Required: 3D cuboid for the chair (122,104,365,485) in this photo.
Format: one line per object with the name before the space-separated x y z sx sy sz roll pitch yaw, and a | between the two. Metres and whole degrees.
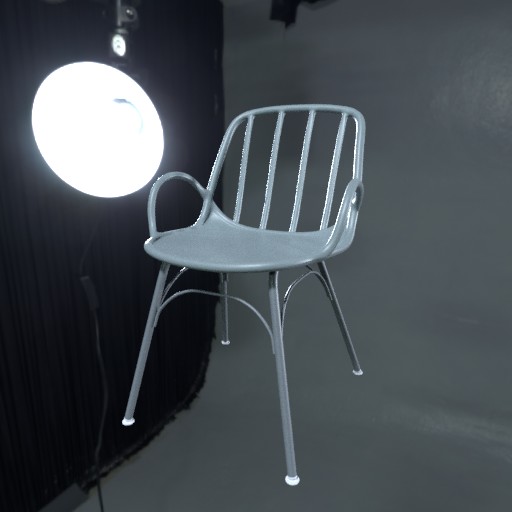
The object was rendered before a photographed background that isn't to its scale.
chair | 0.000 0.000 1.198 0.549 0.816 0.597 7 16 26
